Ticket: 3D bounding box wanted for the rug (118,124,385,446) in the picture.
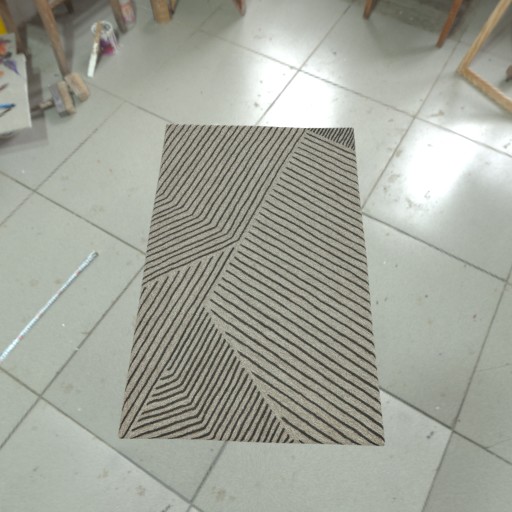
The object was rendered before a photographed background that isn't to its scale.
[{"bbox_3d":[0.000,0.000,3.090,1.539,0.023,2.406,1,63,1],"label":"rug"}]
